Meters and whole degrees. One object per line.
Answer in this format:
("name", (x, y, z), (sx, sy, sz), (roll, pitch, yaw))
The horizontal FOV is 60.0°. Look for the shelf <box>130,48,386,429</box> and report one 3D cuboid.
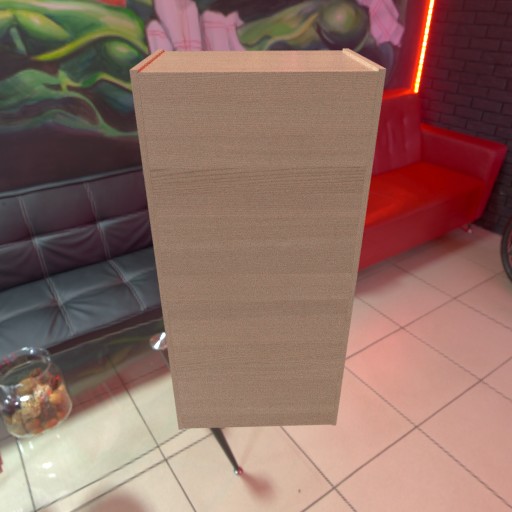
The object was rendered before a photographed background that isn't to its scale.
("shelf", (0.000, 0.000, 1.065), (0.417, 0.876, 0.292), (-1, 31, -2))
